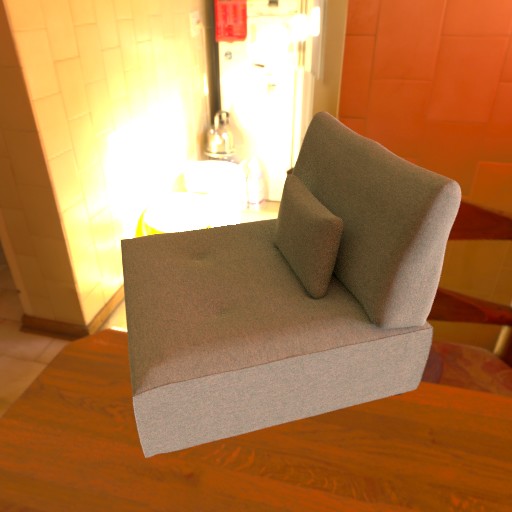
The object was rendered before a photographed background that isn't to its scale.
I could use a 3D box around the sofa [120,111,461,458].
[{"bbox_3d":[0.000,0.000,1.676,1.000,0.820,0.930,-9,32,-14],"label":"sofa"}]
